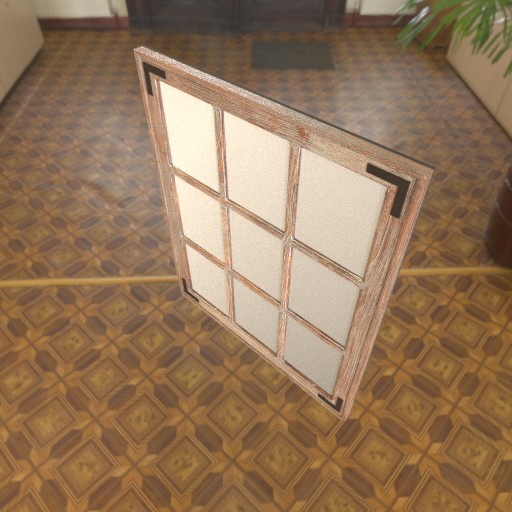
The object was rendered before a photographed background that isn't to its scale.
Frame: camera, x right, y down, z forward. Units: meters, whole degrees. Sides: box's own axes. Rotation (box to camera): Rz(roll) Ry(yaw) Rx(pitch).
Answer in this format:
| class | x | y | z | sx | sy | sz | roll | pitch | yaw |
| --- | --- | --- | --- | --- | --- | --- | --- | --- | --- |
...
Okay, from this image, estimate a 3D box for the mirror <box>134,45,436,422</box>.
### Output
| class | x | y | z | sx | sy | sz | roll | pitch | yaw |
| --- | --- | --- | --- | --- | --- | --- | --- | --- | --- |
| mirror | 0.000 | 0.000 | 1.172 | 0.730 | 0.882 | 0.032 | 33 | 54 | 28 |
